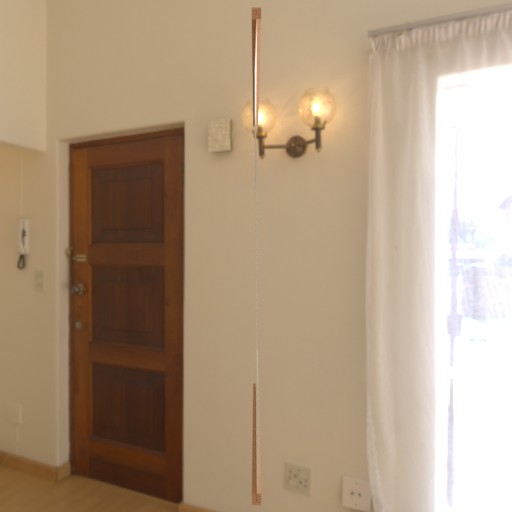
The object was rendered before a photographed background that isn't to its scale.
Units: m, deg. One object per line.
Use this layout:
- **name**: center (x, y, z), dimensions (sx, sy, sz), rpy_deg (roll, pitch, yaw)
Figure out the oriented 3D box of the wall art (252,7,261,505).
- **wall art**: center (0.000, 0.000, 0.768), dimensions (0.011, 0.605, 0.458), rpy_deg (0, 0, 0)
